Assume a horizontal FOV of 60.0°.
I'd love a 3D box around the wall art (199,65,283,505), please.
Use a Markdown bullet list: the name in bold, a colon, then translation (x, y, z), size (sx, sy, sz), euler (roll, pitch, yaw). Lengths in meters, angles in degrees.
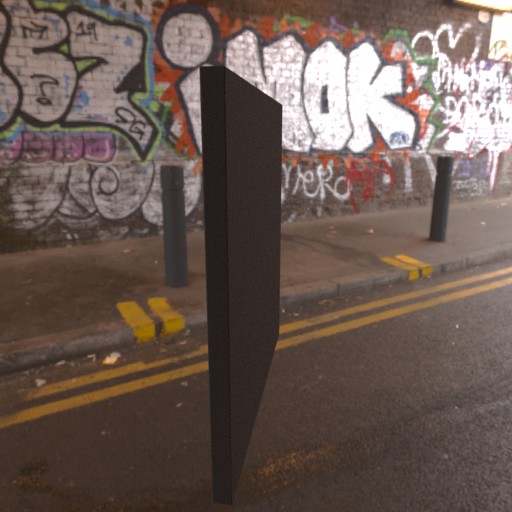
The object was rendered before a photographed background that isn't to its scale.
- **wall art**: translation (0.000, 0.000, 1.095), size (0.038, 0.762, 0.762), euler (2, 15, 9)
